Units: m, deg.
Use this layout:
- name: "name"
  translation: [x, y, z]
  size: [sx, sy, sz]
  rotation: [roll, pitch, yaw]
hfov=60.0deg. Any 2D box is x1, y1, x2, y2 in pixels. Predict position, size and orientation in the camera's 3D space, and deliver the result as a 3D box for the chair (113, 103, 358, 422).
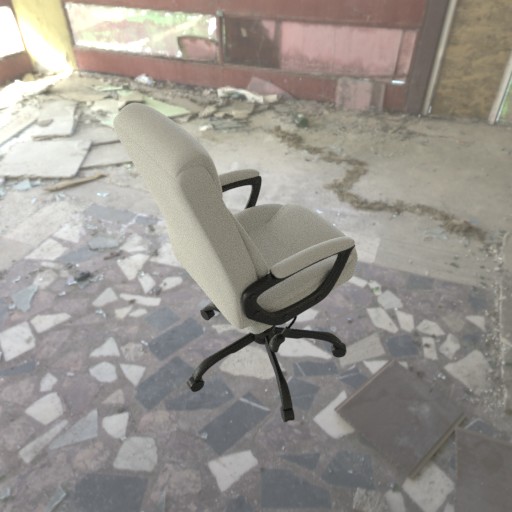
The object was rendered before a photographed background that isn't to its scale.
- name: "chair"
  translation: [0.000, 0.000, 1.503]
  size: [0.669, 1.065, 0.663]
  rotation: [-23, 44, -25]
